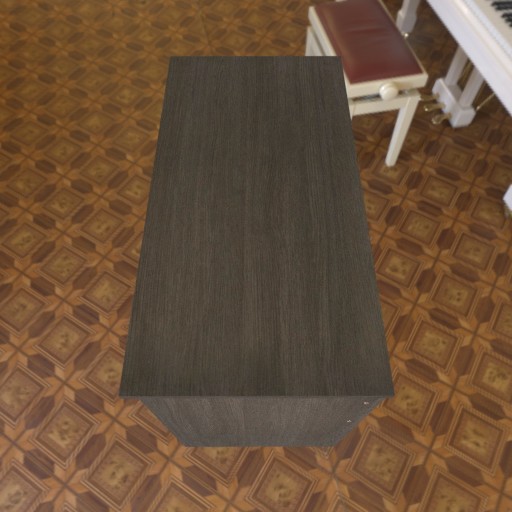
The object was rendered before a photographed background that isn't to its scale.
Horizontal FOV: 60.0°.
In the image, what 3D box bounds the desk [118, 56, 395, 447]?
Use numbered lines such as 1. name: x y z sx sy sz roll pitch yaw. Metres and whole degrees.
1. desk: 0.000 0.000 1.489 0.560 0.730 1.096 0 59 0
